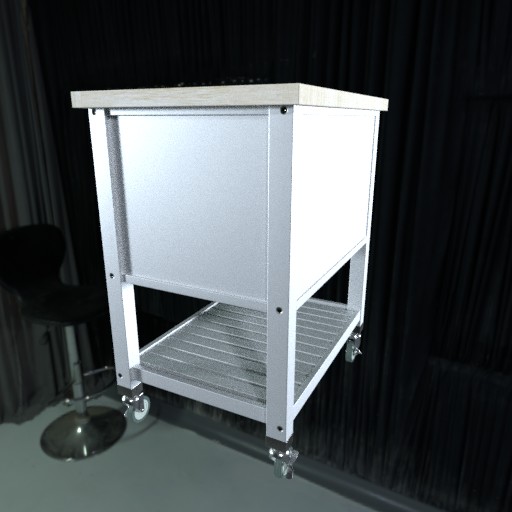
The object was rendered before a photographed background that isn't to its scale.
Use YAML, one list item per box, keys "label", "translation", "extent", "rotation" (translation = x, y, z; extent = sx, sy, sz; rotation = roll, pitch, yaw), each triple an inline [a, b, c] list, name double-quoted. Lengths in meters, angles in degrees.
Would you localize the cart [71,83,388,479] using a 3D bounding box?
- label: "cart"
  translation: [0.000, 0.000, 1.347]
  extent: [0.559, 0.914, 0.762]
  rotation: [9, 19, 26]
